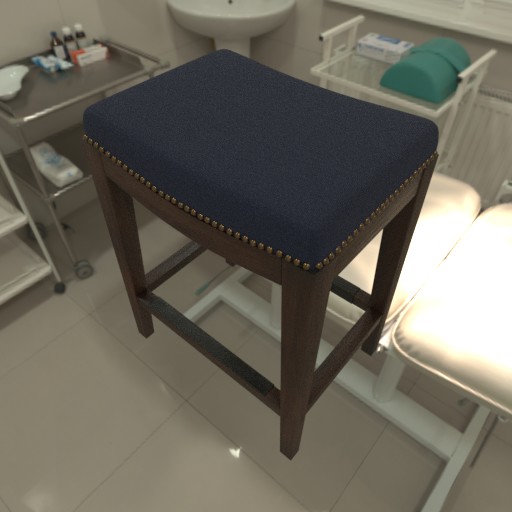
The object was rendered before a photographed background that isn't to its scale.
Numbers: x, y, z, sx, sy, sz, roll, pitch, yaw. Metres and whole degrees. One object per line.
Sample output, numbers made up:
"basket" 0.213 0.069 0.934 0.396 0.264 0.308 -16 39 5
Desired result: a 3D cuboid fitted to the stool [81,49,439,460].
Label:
"stool" 0.000 0.000 0.919 0.500 0.642 0.361 31 54 27
